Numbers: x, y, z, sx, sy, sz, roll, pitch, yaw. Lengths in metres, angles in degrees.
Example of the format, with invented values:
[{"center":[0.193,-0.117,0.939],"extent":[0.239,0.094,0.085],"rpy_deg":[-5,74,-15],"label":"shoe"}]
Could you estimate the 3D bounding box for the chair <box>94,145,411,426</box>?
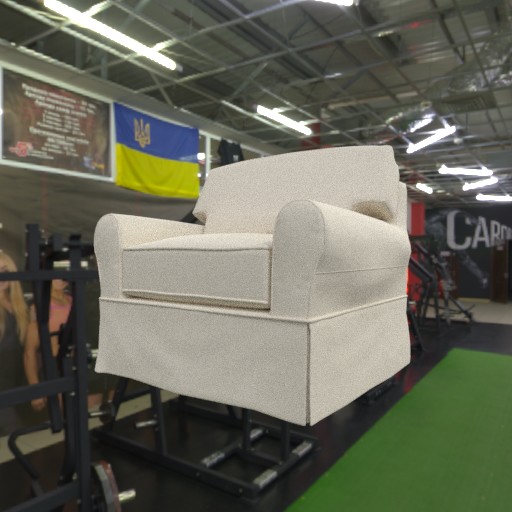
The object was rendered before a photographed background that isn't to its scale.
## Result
[{"center":[0.000,0.000,1.859],"extent":[1.099,0.958,0.904],"rpy_deg":[1,1,36],"label":"chair"}]
